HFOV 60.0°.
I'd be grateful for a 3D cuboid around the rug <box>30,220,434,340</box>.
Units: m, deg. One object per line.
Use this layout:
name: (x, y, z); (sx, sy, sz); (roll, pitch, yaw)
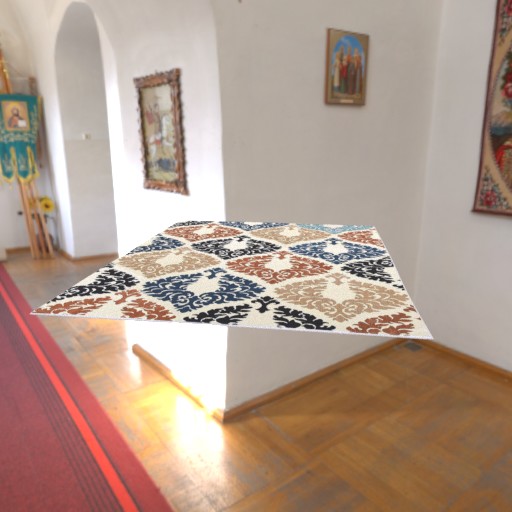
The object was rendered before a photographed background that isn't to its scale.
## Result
rug: (0.000, 0.000, 4.038); (2.423, 0.014, 3.040); (2, 16, 8)
